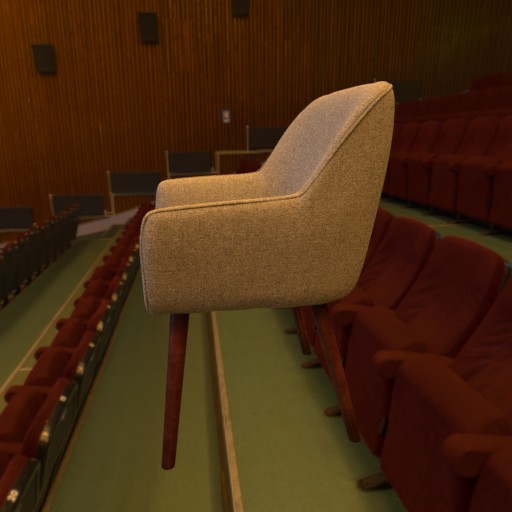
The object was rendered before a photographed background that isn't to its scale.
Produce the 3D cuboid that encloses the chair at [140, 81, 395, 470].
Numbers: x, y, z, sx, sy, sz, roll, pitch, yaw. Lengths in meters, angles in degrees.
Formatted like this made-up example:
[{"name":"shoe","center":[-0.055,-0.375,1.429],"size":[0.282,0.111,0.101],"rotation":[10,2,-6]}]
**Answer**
[{"name":"chair","center":[0.000,0.000,1.120],"size":[0.519,0.803,0.543],"rotation":[-2,16,-9]}]
